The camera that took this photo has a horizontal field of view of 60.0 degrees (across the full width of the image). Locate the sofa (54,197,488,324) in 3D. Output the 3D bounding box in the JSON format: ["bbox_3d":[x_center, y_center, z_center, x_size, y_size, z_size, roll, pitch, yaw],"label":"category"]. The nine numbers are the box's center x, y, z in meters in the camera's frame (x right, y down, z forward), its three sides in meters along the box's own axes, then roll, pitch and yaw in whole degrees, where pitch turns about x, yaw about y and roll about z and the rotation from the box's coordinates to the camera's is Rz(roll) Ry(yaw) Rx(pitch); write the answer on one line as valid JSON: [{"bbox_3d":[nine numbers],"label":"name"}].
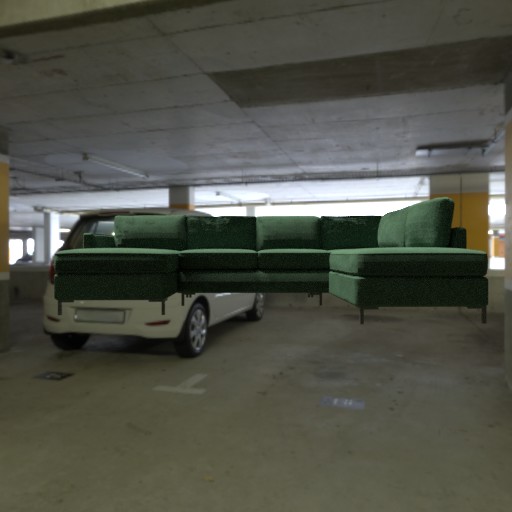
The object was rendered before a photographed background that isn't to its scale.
[{"bbox_3d":[0.000,0.000,4.252,3.434,0.992,2.055,0,0,-1],"label":"sofa"}]
